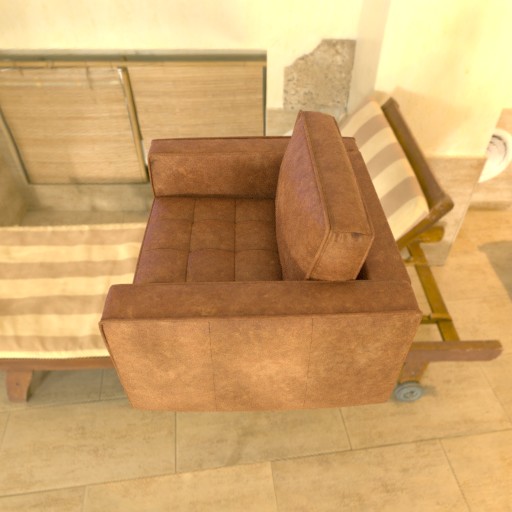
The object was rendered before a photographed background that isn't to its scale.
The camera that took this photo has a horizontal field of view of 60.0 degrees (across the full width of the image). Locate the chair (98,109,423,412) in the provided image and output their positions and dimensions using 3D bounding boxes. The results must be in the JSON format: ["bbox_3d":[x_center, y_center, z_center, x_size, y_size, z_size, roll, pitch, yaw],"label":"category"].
[{"bbox_3d":[0.000,0.000,1.511,0.798,0.767,0.928,-1,43,-1],"label":"chair"}]
